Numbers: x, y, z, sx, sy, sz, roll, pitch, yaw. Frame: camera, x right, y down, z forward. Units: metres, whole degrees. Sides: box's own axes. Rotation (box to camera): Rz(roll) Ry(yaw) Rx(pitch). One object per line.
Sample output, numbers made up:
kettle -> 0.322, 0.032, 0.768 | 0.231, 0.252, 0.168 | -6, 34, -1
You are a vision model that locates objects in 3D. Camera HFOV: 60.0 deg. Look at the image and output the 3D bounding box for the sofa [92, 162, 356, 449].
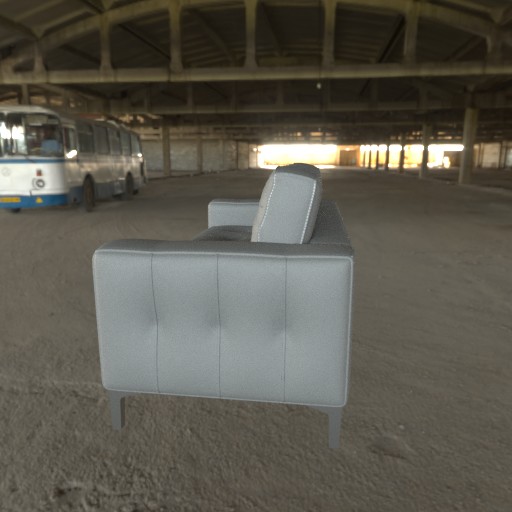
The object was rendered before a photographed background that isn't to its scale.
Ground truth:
sofa -> 0.000, 0.000, 2.183 | 0.833, 0.893, 1.726 | 2, 13, 8
